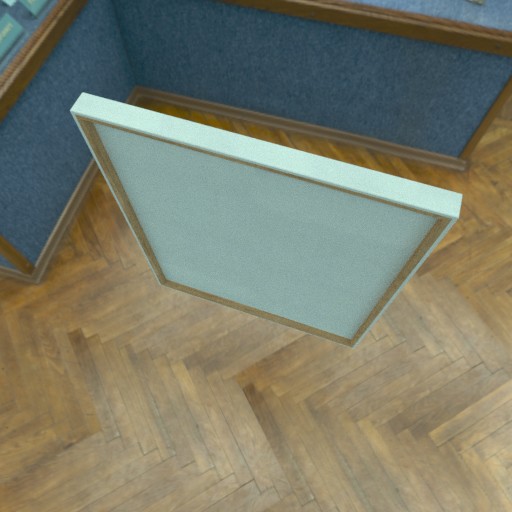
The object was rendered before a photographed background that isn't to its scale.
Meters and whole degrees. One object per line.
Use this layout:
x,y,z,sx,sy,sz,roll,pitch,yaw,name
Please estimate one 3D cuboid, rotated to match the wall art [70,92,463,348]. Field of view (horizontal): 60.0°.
0.000,0.000,0.828,0.508,0.606,0.037,17,65,8,wall art
